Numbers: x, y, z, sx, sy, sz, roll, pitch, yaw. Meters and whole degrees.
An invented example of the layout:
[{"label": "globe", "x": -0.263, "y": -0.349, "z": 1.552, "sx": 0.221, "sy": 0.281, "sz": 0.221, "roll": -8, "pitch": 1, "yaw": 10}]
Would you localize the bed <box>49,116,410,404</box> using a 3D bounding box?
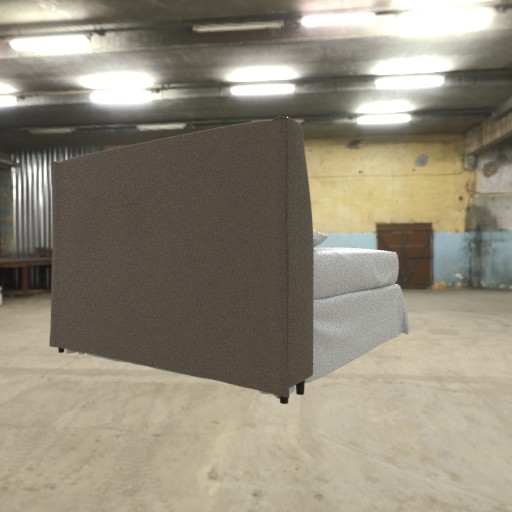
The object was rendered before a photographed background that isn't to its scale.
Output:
[{"label": "bed", "x": 0.000, "y": 0.000, "z": 3.446, "sx": 1.925, "sy": 1.332, "sz": 2.276, "roll": 1, "pitch": 1, "yaw": 34}]
